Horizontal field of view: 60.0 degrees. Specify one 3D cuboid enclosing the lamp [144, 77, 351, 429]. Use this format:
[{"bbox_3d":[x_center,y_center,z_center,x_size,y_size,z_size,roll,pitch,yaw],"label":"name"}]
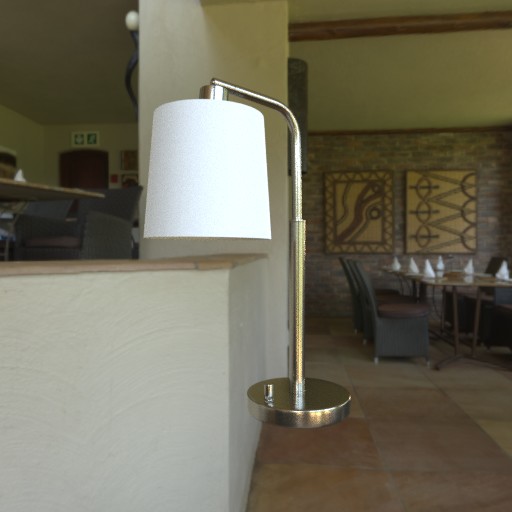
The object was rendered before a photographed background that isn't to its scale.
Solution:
[{"bbox_3d":[0.000,0.000,0.653,0.333,0.489,0.171,-1,1,-36],"label":"lamp"}]
